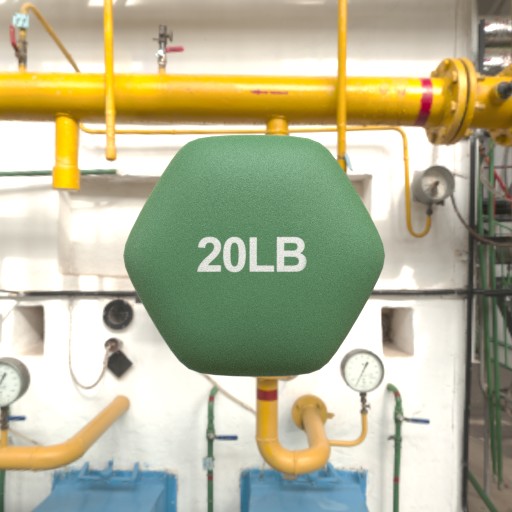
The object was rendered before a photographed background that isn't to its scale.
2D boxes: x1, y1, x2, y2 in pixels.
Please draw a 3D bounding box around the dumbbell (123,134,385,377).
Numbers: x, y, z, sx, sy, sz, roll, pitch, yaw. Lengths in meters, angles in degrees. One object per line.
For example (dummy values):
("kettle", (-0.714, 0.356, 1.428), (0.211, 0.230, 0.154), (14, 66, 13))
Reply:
("dumbbell", (0.000, 0.000, 0.318), (0.126, 0.114, 0.257), (0, 0, 1))
